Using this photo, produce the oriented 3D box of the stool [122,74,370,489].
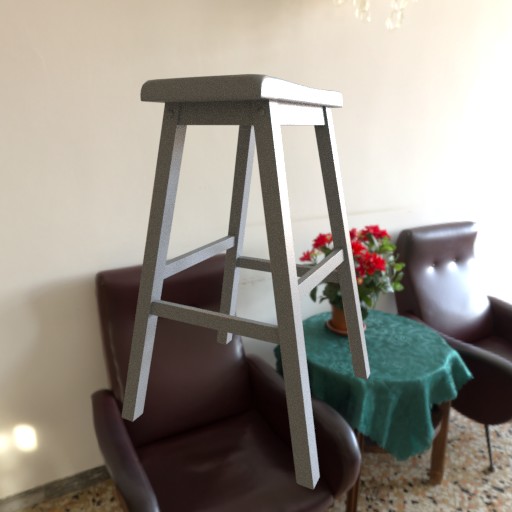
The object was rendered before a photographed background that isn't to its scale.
[{"bbox_3d":[0.000,0.000,1.030,0.476,0.737,0.457,8,18,26],"label":"stool"}]
